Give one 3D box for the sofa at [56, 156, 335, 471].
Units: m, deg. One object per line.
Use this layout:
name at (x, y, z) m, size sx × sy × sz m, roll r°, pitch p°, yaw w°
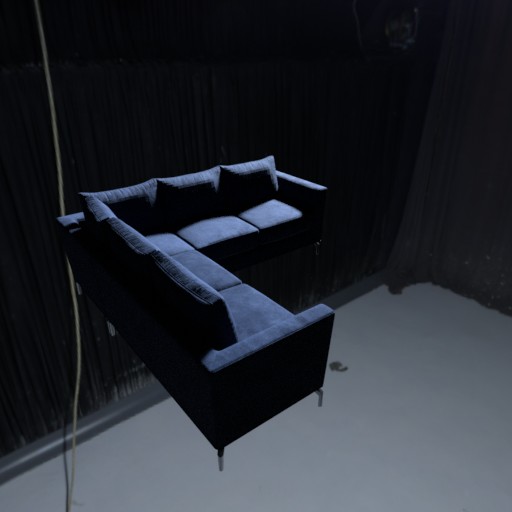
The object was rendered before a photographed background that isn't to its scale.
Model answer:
sofa at (0.000, 0.000, 3.725) m, size 2.463 × 0.988 × 2.472 m, roll -19°, pitch 32°, yaw -33°
